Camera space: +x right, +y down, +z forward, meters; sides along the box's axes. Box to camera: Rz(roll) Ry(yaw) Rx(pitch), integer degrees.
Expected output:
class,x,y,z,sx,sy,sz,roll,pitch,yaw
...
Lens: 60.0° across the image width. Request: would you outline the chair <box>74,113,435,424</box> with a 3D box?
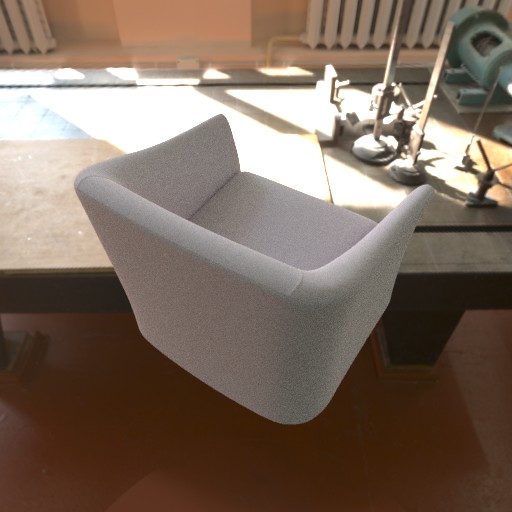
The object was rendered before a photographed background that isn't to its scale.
class,x,y,z,sx,sy,sz,roll,pitch,yaw
chair,0.000,0.000,1.375,0.790,0.720,0.700,26,51,23
